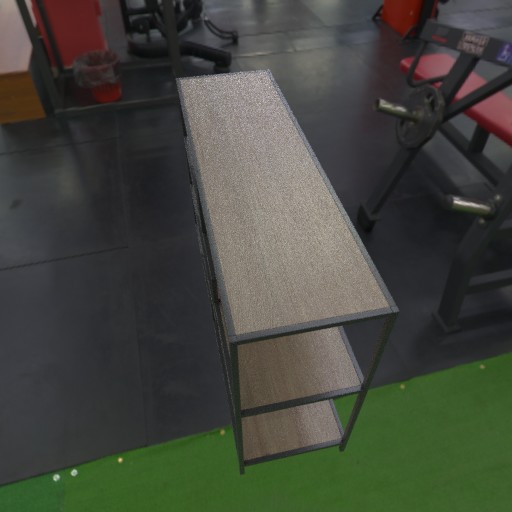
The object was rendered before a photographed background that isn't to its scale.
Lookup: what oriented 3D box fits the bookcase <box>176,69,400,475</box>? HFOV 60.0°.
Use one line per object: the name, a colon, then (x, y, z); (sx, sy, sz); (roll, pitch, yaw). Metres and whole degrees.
bookcase: (0.000, 0.000, 1.538); (0.350, 0.780, 1.140); (-9, 47, -8)
